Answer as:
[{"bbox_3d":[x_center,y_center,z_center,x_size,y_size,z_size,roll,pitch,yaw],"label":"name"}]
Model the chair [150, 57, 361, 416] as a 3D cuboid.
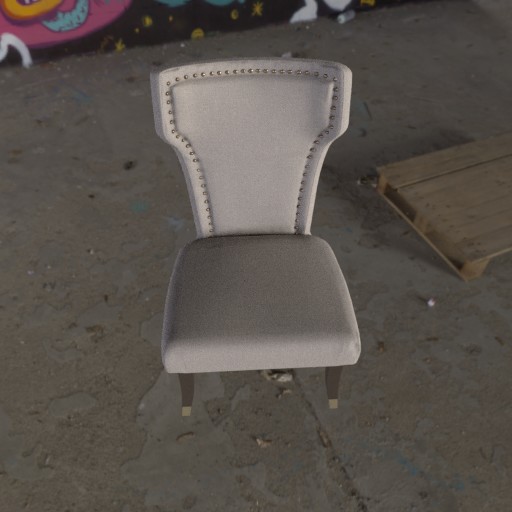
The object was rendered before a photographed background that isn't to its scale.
[{"bbox_3d":[0.000,0.000,1.311,0.526,0.950,0.630,-2,46,-2],"label":"chair"}]
